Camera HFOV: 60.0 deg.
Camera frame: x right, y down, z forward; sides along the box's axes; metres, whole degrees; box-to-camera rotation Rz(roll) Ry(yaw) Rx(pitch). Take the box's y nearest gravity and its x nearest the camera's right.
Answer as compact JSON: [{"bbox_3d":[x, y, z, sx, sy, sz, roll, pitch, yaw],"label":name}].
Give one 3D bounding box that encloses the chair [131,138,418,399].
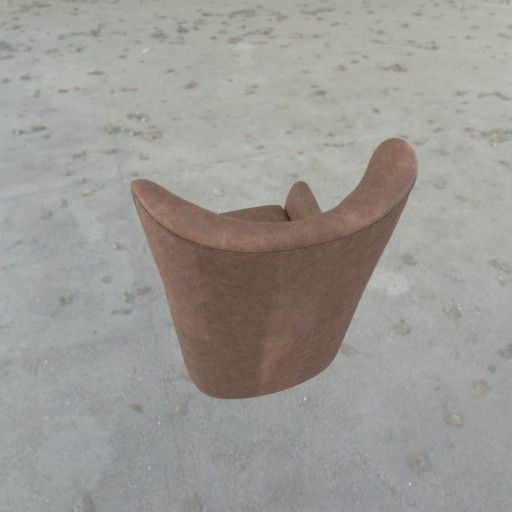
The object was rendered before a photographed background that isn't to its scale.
[{"bbox_3d":[0.000,0.000,1.754,0.831,1.079,0.930,-12,42,-14],"label":"chair"}]
